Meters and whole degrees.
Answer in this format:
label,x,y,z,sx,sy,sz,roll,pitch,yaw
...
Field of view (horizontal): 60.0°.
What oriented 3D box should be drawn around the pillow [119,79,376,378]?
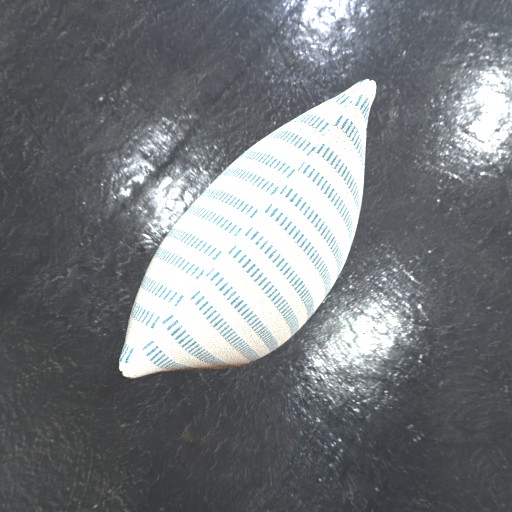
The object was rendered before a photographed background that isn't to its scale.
label,x,y,z,sx,sy,sz,roll,pitch,yaw
pillow,0.000,0.000,0.683,0.247,0.419,0.438,39,80,8
